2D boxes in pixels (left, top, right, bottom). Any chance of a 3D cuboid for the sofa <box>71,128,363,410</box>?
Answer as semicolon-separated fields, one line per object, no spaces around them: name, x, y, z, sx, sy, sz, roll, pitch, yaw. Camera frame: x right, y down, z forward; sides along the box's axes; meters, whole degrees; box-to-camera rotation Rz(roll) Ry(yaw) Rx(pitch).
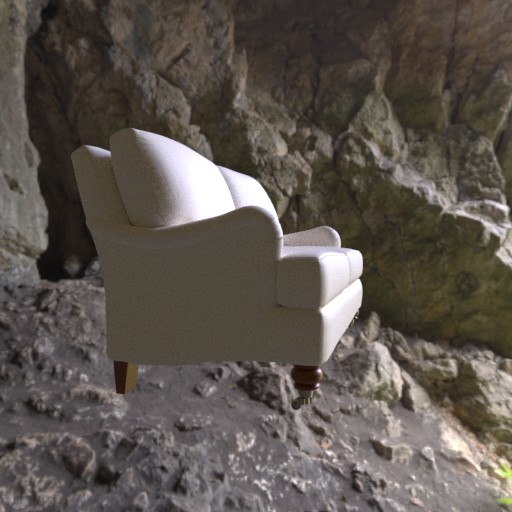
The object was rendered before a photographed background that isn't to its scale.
sofa;0.000;0.000;2.534;1.084;1.101;1.853;0;1;18
